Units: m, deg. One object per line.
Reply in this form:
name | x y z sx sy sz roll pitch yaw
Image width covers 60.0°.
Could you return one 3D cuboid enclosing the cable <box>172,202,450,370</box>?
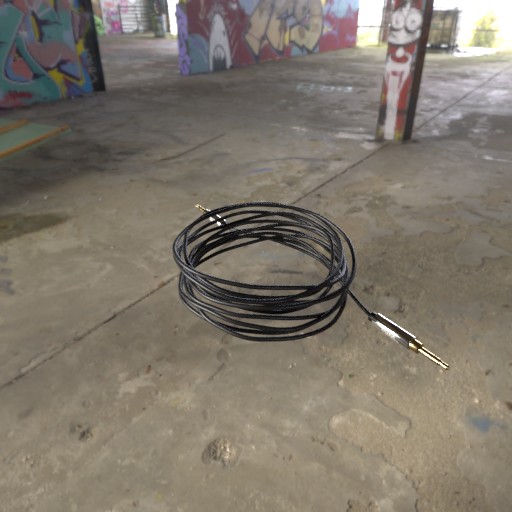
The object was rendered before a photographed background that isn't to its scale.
cable | 0.000 0.000 0.496 0.198 0.069 0.432 -19 35 -29
